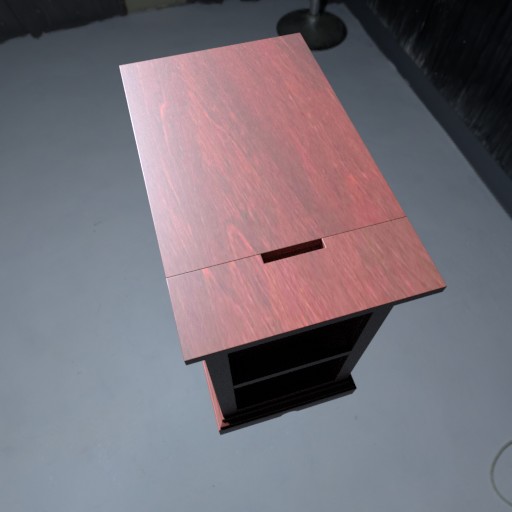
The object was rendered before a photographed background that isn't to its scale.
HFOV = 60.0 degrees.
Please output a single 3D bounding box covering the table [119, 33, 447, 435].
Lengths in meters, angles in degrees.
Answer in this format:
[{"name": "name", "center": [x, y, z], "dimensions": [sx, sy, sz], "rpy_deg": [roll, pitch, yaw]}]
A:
[{"name": "table", "center": [0.000, 0.000, 0.968], "dimensions": [0.356, 0.612, 0.584], "rpy_deg": [-14, 60, -8]}]
